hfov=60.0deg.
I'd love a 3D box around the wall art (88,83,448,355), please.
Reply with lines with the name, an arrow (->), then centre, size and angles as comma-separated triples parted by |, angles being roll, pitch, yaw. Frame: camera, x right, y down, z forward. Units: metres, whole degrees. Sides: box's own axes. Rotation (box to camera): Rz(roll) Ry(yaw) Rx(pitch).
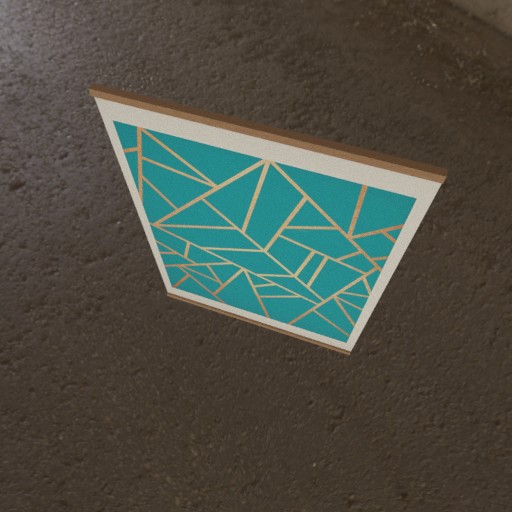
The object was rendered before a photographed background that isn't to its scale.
wall art -> 0.000, 0.000, 0.801 | 0.459, 0.608, 0.012 | 17, 60, 10
